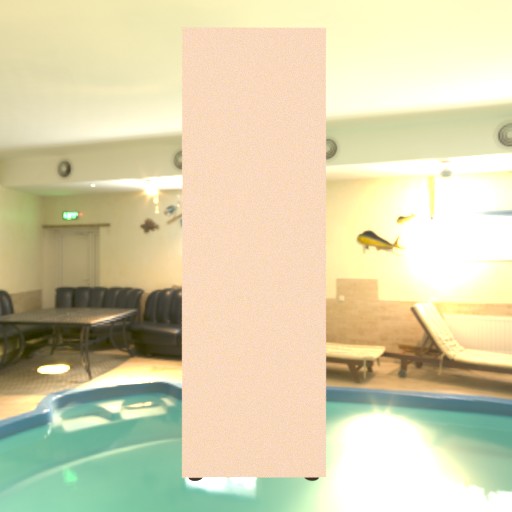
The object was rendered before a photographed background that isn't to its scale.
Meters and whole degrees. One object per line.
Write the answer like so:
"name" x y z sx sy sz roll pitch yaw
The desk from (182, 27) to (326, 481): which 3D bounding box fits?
"desk" 0.000 0.000 1.579 0.390 1.190 0.850 0 0 0
